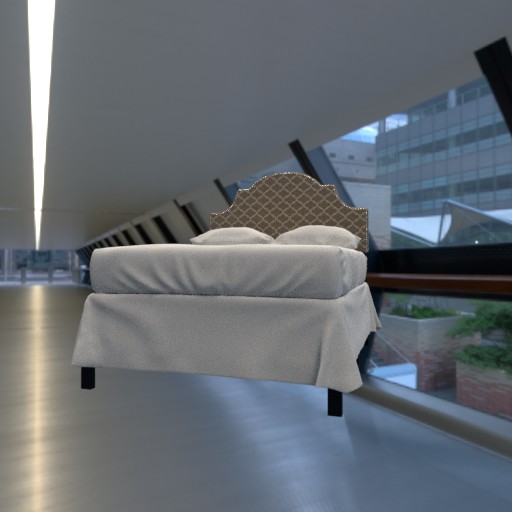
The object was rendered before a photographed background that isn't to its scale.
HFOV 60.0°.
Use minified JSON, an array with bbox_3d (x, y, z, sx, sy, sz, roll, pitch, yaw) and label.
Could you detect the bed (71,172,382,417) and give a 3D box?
[{"bbox_3d":[0.000,0.000,3.406,1.780,1.633,2.222,0,-1,18],"label":"bed"}]
